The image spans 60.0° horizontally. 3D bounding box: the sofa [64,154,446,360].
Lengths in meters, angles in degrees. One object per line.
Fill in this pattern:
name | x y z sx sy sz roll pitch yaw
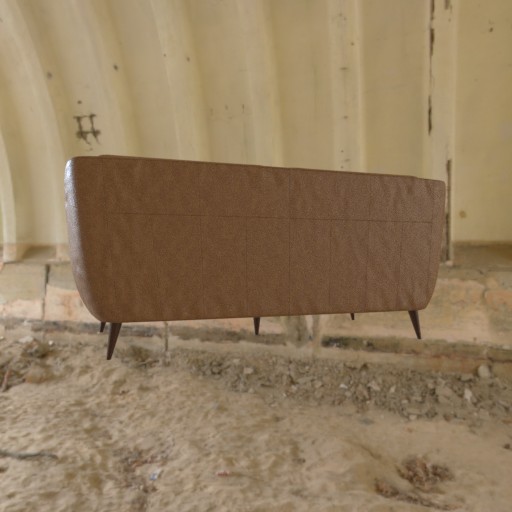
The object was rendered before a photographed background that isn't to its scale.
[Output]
sofa | 0.000 0.000 2.366 1.902 0.839 0.904 0 0 -18
